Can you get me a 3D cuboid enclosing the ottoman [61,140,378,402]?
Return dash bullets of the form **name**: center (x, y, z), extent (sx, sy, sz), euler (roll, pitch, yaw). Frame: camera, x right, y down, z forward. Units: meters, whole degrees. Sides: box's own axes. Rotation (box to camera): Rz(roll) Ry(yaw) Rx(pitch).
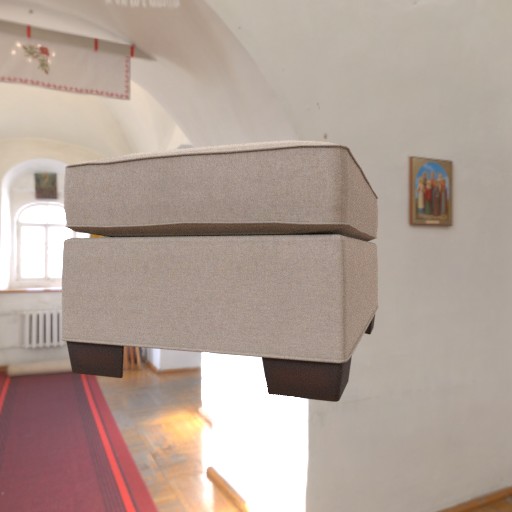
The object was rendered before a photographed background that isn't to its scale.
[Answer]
- **ottoman**: center (0.000, 0.000, 1.245), extent (0.617, 0.503, 0.846), euler (0, 1, 19)
